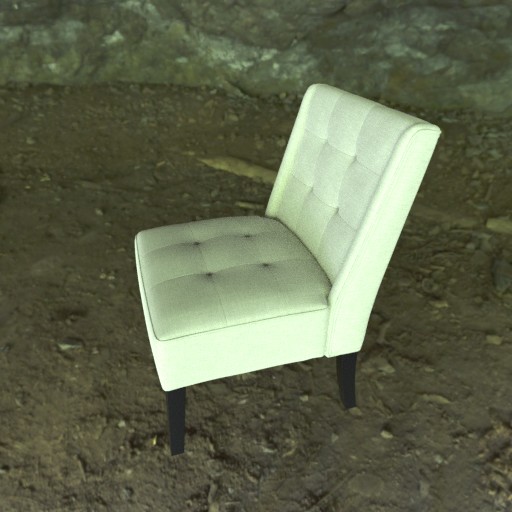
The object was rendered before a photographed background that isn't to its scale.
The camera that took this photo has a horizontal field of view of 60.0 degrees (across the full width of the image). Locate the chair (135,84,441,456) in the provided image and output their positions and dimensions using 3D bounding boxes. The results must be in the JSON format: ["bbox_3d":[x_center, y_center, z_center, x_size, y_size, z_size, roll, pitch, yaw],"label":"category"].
[{"bbox_3d":[0.000,0.000,1.296,0.676,0.853,0.569,-9,32,-15],"label":"chair"}]
